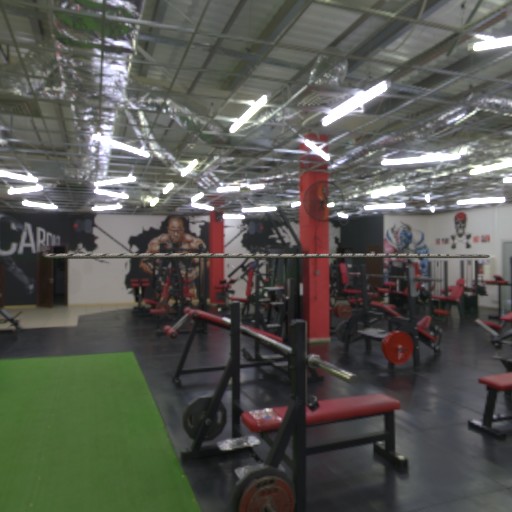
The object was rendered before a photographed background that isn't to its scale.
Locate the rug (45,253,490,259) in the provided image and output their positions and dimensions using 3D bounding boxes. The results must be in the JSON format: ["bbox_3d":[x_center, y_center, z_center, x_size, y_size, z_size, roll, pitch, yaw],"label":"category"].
[{"bbox_3d":[0.000,0.000,2.309,1.842,0.019,1.237,0,0,-18],"label":"rug"}]
